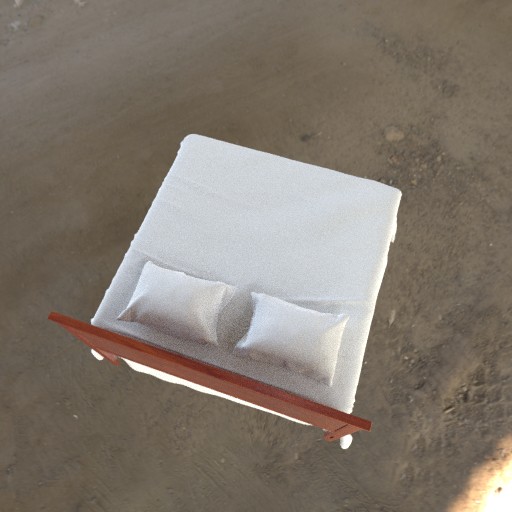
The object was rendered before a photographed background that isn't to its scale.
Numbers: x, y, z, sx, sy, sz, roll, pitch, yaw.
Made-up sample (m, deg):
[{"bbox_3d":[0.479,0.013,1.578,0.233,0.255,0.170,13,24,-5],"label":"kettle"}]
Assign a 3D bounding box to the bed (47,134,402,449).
[{"bbox_3d":[0.000,0.000,3.583,2.314,1.271,2.219,17,65,8],"label":"bed"}]
